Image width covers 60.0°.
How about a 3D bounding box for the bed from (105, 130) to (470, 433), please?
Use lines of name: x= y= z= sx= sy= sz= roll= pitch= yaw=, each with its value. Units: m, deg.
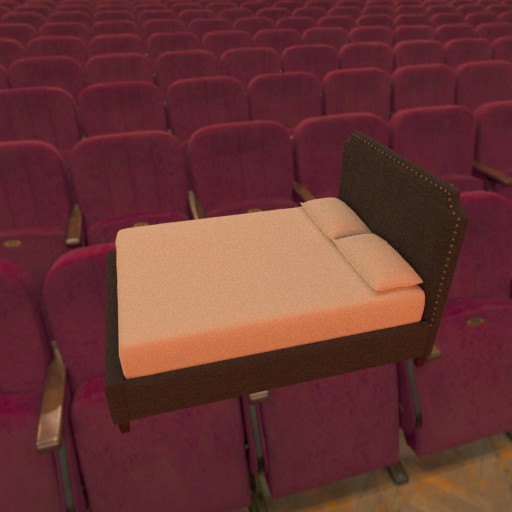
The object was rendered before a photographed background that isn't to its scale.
bed: x=0.000 y=0.000 z=3.500 sx=2.372 sy=1.443 sz=1.713 roll=-8 pitch=32 yaw=-13
